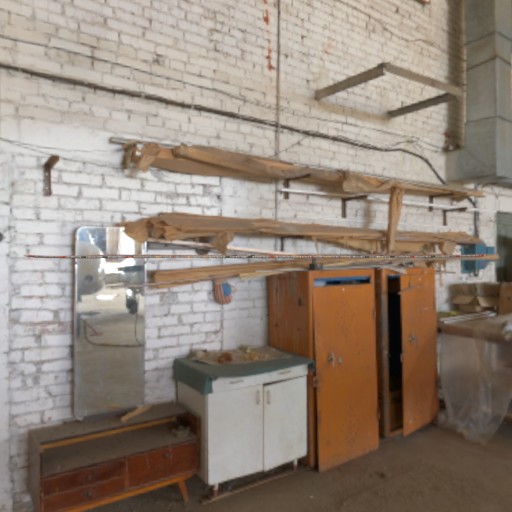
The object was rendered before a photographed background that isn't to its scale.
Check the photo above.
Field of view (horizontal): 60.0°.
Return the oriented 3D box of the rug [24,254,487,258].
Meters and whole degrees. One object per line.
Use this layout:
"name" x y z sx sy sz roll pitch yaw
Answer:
"rug" 0.000 0.000 2.355 1.835 0.017 1.220 0 0 0
